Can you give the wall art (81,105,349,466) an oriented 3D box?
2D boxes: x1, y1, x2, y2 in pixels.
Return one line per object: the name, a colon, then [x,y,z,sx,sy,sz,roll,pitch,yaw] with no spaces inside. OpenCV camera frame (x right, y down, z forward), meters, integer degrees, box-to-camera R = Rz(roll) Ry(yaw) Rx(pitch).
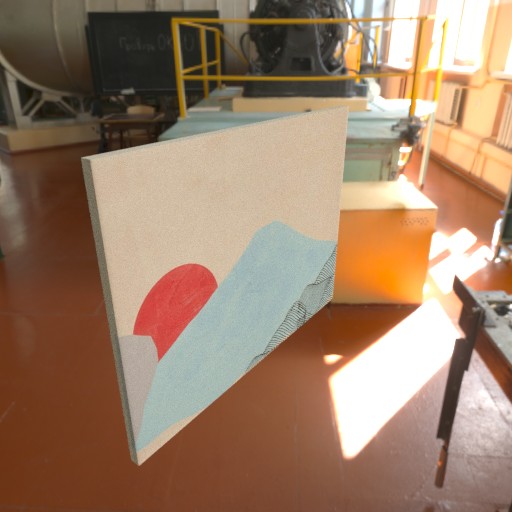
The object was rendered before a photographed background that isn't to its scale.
wall art: [0.000,0.000,1.578,0.042,0.912,1.219,17,30,33]
